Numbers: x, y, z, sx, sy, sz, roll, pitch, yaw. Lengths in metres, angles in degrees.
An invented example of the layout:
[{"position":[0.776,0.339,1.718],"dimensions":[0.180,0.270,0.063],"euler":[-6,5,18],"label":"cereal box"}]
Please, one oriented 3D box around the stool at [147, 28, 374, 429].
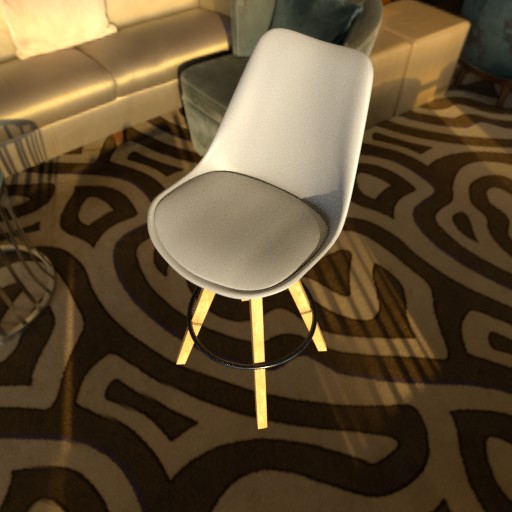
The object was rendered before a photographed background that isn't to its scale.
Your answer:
[{"position":[0.000,0.000,1.346],"dimensions":[0.485,1.115,0.550],"euler":[30,54,25],"label":"stool"}]
